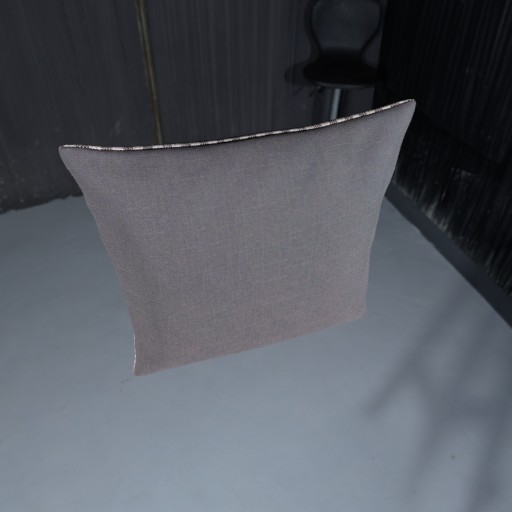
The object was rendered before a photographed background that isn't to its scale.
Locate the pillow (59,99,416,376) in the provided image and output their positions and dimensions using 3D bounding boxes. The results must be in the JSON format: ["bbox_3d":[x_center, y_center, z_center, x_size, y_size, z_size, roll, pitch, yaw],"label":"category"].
[{"bbox_3d":[0.000,0.000,0.783,0.523,0.506,0.166,-12,42,-13],"label":"pillow"}]
